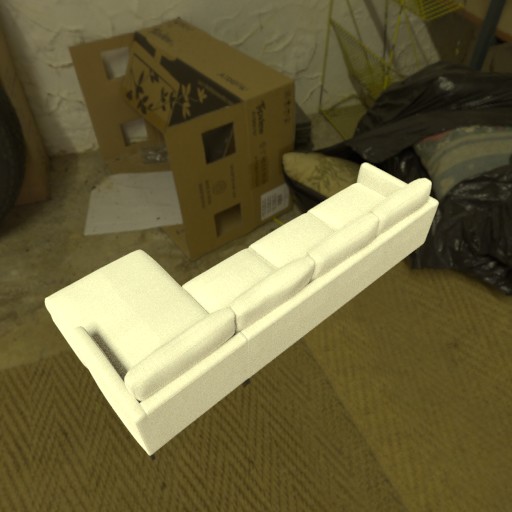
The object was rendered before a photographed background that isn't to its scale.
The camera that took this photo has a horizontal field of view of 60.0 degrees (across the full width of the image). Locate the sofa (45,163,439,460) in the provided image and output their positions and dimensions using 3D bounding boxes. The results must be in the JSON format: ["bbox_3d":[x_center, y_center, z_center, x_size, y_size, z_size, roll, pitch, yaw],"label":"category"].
[{"bbox_3d":[0.000,0.000,2.930,2.445,0.677,1.126,-32,53,-27],"label":"sofa"}]
